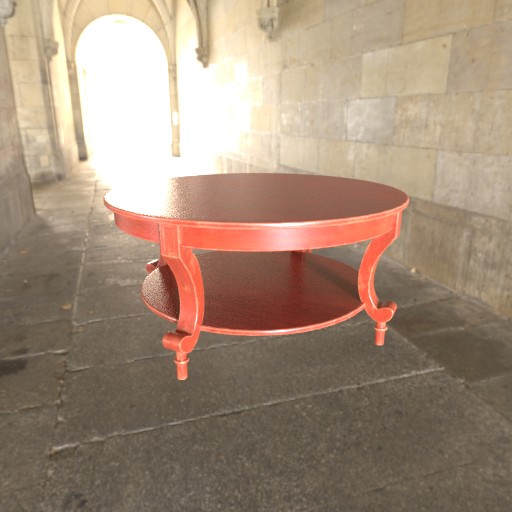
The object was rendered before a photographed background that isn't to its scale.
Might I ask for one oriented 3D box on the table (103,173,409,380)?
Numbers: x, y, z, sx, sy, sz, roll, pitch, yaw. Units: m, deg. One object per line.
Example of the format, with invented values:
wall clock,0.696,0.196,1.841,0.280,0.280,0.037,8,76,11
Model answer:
table,0.000,0.000,1.633,1.029,0.486,1.029,0,17,0
